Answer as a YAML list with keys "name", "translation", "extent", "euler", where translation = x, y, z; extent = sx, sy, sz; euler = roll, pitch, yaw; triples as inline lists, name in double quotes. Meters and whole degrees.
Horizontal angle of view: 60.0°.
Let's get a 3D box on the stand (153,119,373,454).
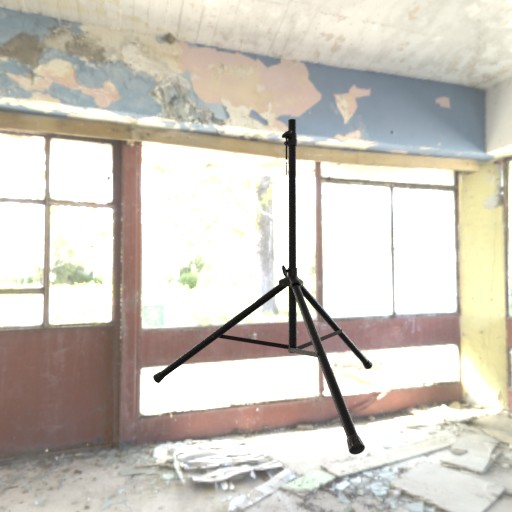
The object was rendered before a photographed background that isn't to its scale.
- name: "stand"
  translation: [0.000, 0.000, 2.656]
  extent: [1.339, 1.595, 1.596]
  euler: [-1, -2, 17]
